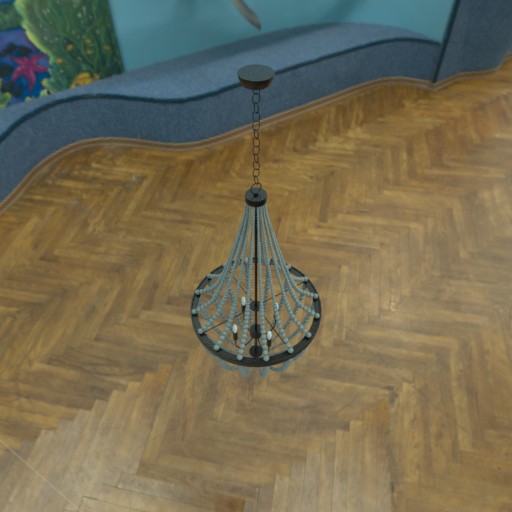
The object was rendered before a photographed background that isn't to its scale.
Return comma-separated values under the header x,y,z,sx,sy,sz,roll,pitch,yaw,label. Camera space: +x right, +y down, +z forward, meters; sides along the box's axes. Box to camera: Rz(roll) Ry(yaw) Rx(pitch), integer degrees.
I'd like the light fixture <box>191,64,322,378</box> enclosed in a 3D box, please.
x,y,z,sx,sy,sz,roll,pitch,yaw,label
0.000,0.000,1.344,0.450,1.133,0.450,0,47,0,light fixture
